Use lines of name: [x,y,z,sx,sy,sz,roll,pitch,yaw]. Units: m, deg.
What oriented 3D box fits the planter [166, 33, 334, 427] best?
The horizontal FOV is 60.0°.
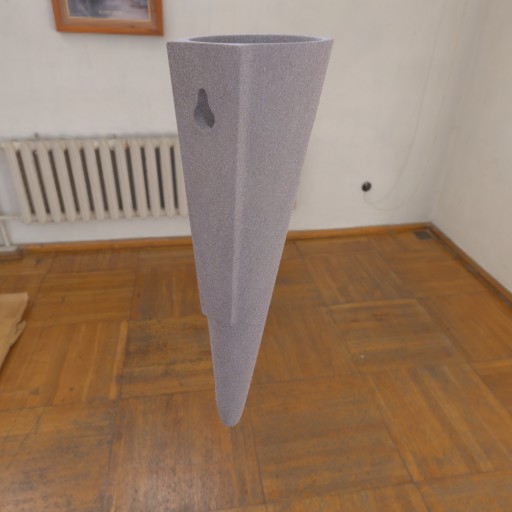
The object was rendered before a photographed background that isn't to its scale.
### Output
planter: [0.000,0.000,0.293,0.078,0.259,0.087,20,35,31]
